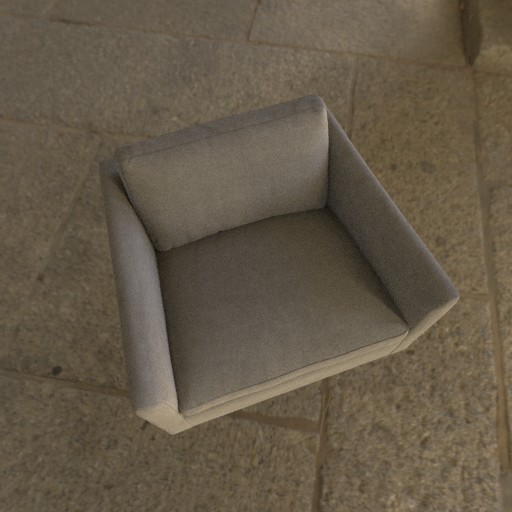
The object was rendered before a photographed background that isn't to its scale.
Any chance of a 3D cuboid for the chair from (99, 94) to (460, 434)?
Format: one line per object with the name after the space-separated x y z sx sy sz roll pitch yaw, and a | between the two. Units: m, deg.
0.000 0.000 1.925 1.190 0.845 1.091 -17 64 -9 | chair
